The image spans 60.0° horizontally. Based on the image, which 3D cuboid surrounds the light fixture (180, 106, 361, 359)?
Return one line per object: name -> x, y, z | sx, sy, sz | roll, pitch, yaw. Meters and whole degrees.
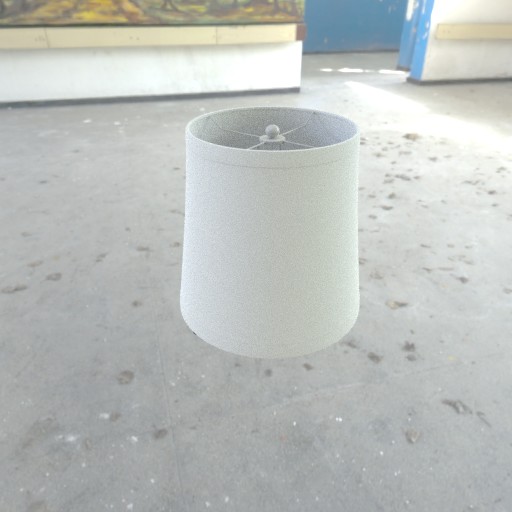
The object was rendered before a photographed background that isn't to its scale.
light fixture -> 0.000, 0.000, 0.270 | 0.100, 0.172, 0.157 | -8, 32, -13
